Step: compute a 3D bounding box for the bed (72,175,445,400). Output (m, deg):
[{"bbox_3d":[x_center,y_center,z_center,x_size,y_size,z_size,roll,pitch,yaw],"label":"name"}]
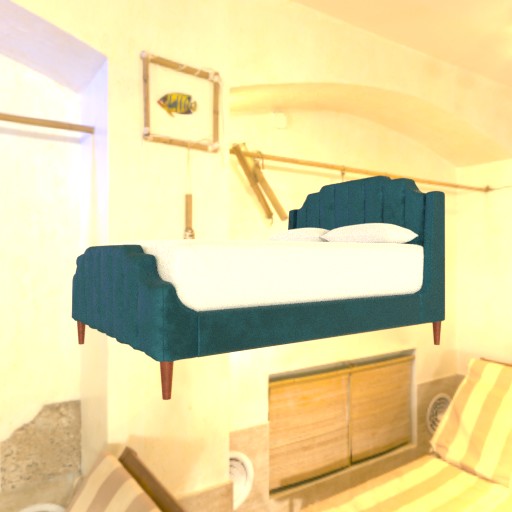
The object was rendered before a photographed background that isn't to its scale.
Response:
[{"bbox_3d":[0.000,0.000,3.343,2.322,1.338,1.678,0,0,-35],"label":"bed"}]
